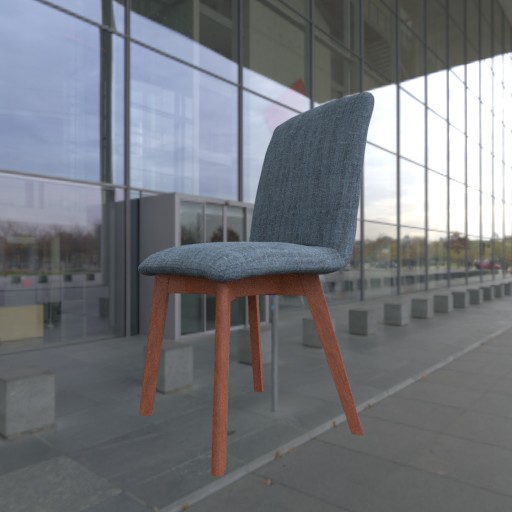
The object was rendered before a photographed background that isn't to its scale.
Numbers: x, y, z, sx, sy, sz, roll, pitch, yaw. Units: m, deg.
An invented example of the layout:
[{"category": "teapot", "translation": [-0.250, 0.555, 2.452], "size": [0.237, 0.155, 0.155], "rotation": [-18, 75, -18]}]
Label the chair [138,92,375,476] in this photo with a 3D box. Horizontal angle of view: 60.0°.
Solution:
[{"category": "chair", "translation": [0.000, 0.000, 1.319], "size": [0.563, 0.974, 0.522], "rotation": [0, -1, -34]}]
